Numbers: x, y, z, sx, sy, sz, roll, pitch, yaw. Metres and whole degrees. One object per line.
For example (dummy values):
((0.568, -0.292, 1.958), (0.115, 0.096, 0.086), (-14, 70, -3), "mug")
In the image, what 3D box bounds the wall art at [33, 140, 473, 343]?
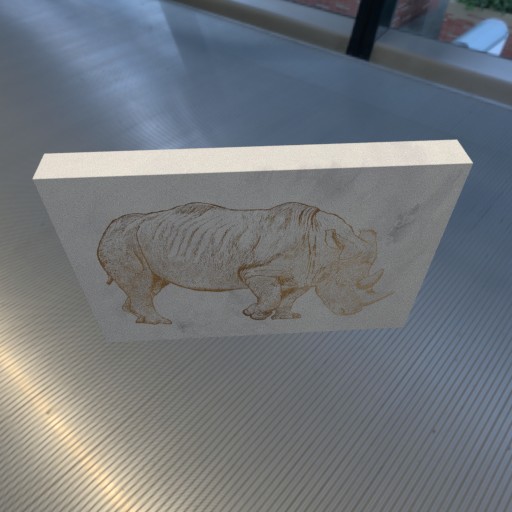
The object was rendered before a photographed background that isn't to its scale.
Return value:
((0.000, 0.000, 0.488), (0.381, 0.254, 0.038), (-3, 47, -2), "wall art")
